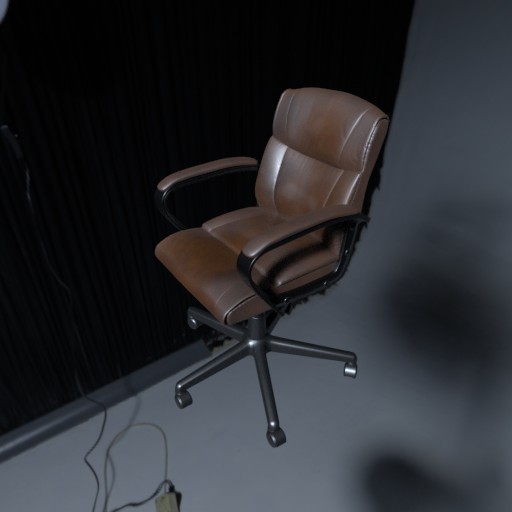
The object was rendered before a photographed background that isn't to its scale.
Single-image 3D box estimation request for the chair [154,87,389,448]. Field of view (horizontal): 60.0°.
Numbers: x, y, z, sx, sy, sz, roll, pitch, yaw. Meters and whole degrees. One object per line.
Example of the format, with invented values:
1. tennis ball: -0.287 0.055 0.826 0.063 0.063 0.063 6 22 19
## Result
1. chair: 0.000 0.000 1.518 0.717 1.004 0.739 -20 37 -29
